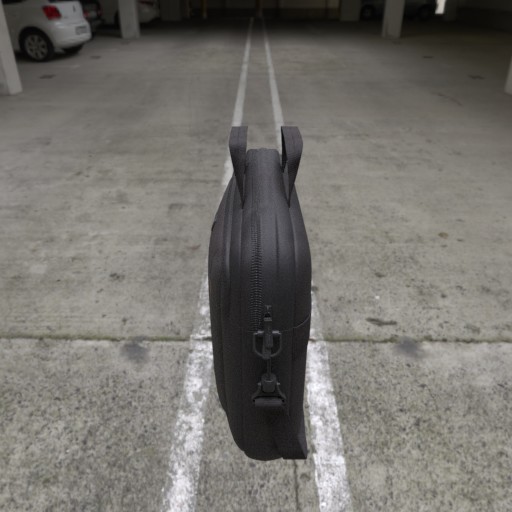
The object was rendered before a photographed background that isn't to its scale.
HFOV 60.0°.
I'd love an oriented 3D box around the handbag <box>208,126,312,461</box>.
[{"bbox_3d":[0.000,0.000,0.433,0.089,0.244,0.320,0,28,0],"label":"handbag"}]
